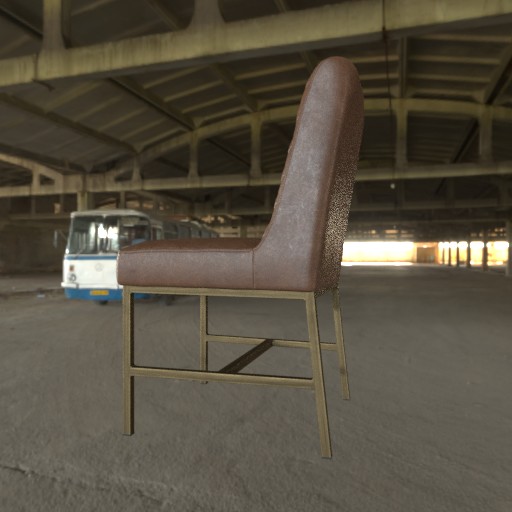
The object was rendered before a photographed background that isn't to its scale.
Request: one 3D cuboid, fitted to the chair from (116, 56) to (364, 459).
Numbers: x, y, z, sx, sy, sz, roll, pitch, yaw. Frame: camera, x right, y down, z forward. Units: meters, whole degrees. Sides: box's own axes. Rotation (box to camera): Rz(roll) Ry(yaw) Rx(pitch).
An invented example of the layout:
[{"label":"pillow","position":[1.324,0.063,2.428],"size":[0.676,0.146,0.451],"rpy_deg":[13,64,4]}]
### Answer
[{"label":"chair","position":[0.000,0.000,1.245],"size":[0.587,0.889,0.508],"rpy_deg":[0,0,17]}]
